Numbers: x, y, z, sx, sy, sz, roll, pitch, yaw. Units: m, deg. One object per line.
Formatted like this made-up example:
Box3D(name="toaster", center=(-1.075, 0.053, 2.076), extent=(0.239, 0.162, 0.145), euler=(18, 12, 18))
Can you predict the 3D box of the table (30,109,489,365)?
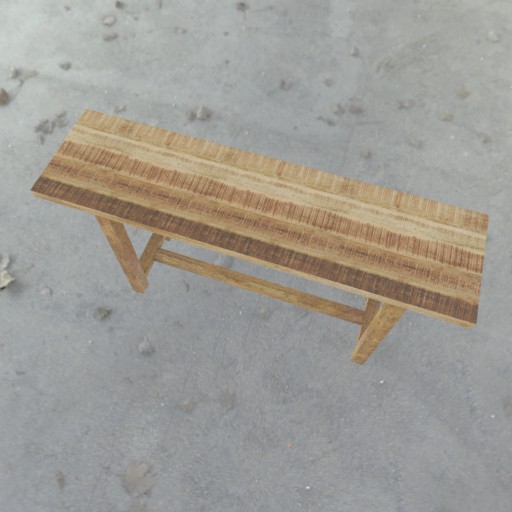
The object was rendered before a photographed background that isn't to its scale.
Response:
Box3D(name="table", center=(0.000, 0.000, 1.880), extent=(1.524, 0.810, 0.405), euler=(17, 64, 8))
